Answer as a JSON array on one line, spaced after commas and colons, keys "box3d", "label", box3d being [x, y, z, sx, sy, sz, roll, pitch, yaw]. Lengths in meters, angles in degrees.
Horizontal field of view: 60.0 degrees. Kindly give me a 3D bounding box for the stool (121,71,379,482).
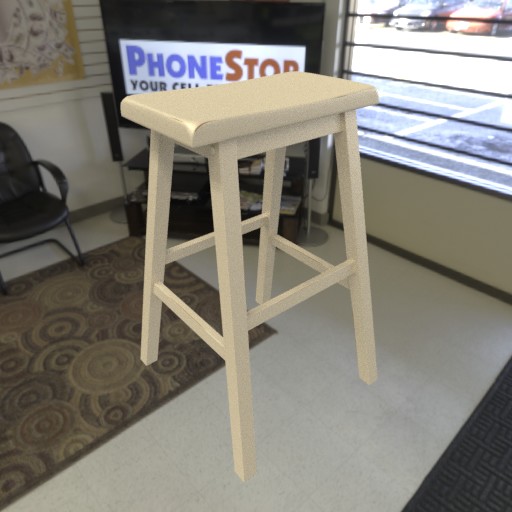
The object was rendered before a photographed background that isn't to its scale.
[{"box3d": [0.000, 0.000, 1.034, 0.457, 0.737, 0.476, -23, 39, -33], "label": "stool"}]
